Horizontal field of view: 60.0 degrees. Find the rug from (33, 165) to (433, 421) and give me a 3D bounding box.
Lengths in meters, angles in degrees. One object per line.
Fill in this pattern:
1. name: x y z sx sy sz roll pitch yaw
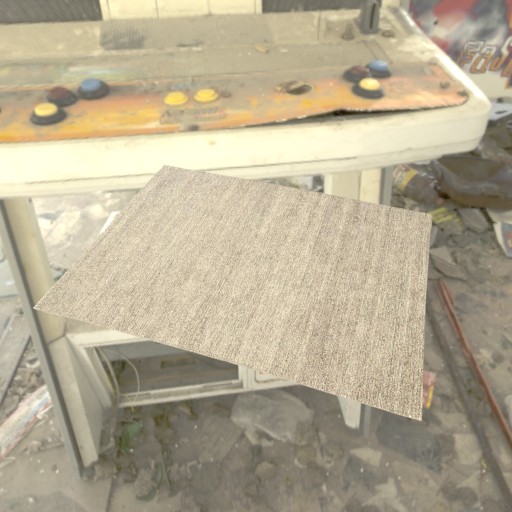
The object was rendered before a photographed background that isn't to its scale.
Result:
1. rug: 0.000 0.000 4.246 3.202 0.045 2.434 13 44 13
